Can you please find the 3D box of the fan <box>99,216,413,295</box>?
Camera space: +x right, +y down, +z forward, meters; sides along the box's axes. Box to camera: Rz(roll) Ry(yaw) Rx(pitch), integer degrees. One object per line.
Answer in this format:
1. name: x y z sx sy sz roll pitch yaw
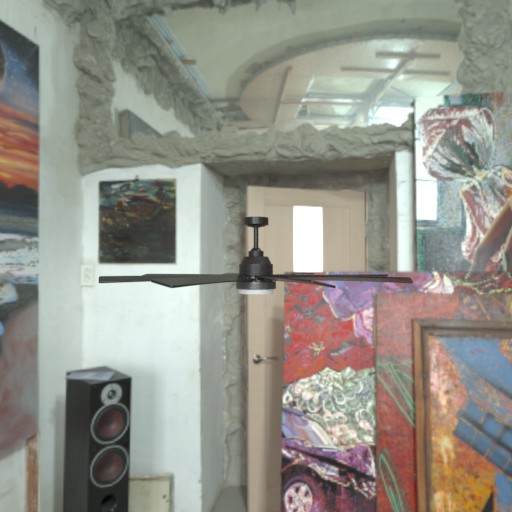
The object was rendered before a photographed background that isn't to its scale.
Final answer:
1. fan: 0.000 0.000 2.738 1.830 0.472 1.830 0 -1 -18
